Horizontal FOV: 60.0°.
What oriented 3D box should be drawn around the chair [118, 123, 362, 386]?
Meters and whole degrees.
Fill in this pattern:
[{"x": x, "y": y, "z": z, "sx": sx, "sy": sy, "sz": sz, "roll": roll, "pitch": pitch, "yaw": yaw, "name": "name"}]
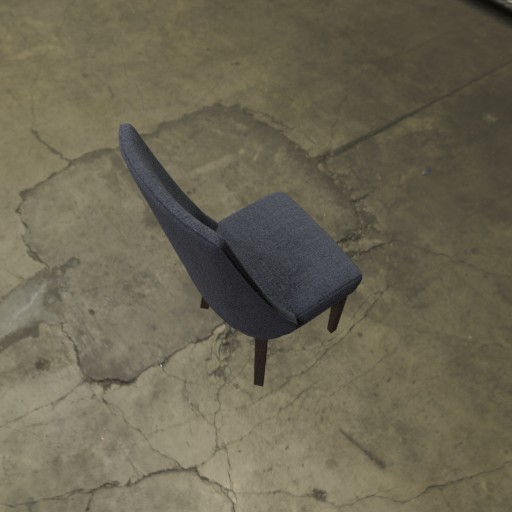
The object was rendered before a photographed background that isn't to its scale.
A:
[{"x": 0.000, "y": 0.000, "z": 1.422, "sx": 0.577, "sy": 1.050, "sz": 0.510, "roll": -30, "pitch": 62, "yaw": -18, "name": "chair"}]
